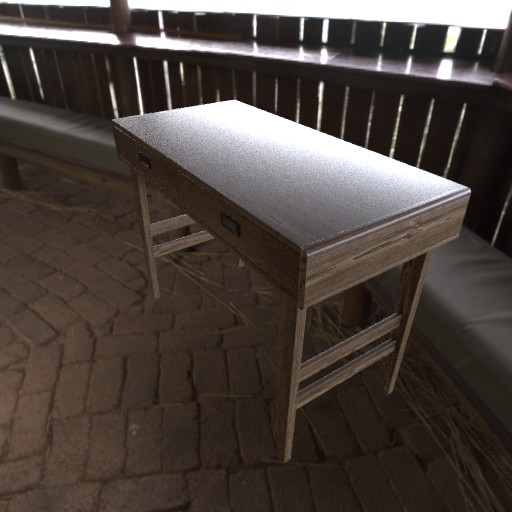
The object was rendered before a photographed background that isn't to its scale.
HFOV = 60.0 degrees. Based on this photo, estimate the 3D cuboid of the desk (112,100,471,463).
[{"bbox_3d":[0.000,0.000,1.500,0.508,0.755,1.067,-20,38,-28],"label":"desk"}]
